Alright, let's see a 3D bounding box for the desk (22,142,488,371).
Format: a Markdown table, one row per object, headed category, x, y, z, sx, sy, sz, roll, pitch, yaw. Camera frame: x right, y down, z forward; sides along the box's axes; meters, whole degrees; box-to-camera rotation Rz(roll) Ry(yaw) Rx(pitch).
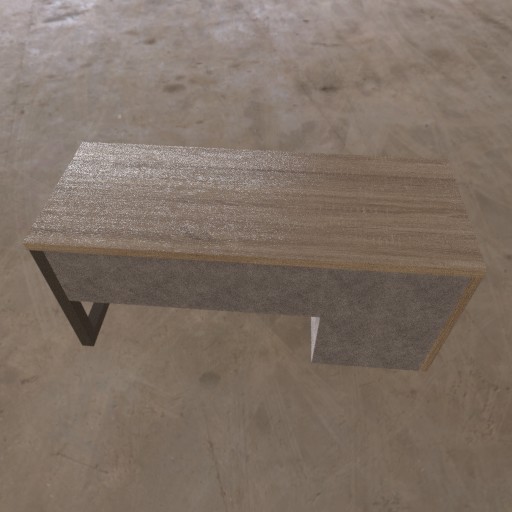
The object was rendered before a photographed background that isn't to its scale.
| category | x | y | z | sx | sy | sz | roll | pitch | yaw |
| --- | --- | --- | --- | --- | --- | --- | --- | --- | --- |
| desk | 0.000 | 0.000 | 2.127 | 1.700 | 0.760 | 0.690 | 3 | 48 | 3 |
